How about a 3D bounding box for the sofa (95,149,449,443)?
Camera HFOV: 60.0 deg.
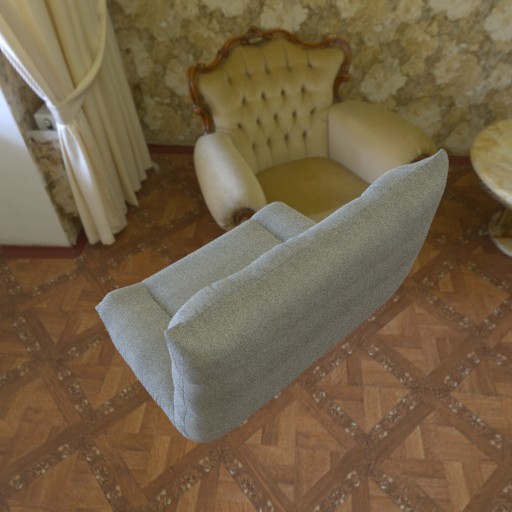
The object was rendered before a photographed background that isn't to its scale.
[{"bbox_3d":[0.000,0.000,1.717,1.144,0.795,0.847,-32,54,-27],"label":"sofa"}]
